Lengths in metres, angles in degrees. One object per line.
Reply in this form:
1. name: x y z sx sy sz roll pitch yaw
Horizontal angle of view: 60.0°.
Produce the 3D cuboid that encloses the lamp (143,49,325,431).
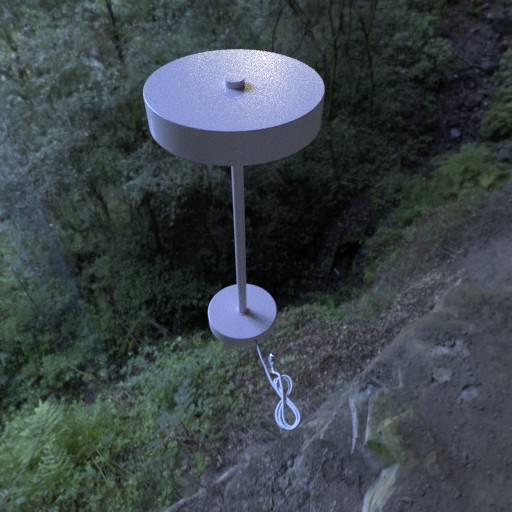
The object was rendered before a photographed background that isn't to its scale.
1. lamp: 0.000 0.000 0.693 0.229 0.508 0.369 -17 48 -16
